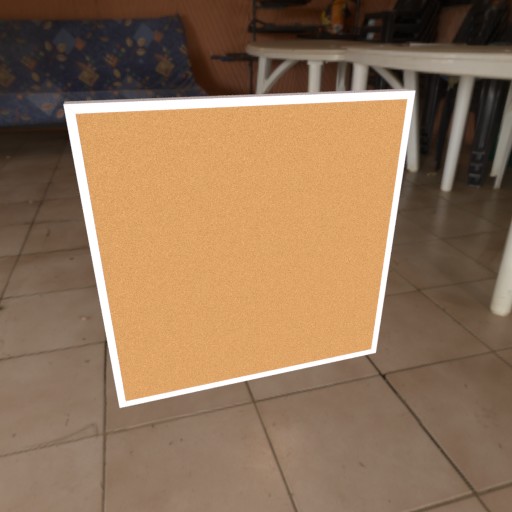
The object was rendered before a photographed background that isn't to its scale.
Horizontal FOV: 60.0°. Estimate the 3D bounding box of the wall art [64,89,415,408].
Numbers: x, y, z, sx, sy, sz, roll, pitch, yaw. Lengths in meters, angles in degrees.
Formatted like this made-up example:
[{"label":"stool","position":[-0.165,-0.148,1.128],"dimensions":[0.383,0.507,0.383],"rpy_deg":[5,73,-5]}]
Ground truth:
[{"label":"wall art","position":[0.000,0.000,1.112],"dimensions":[0.762,0.762,0.038],"rpy_deg":[-8,28,-15]}]
